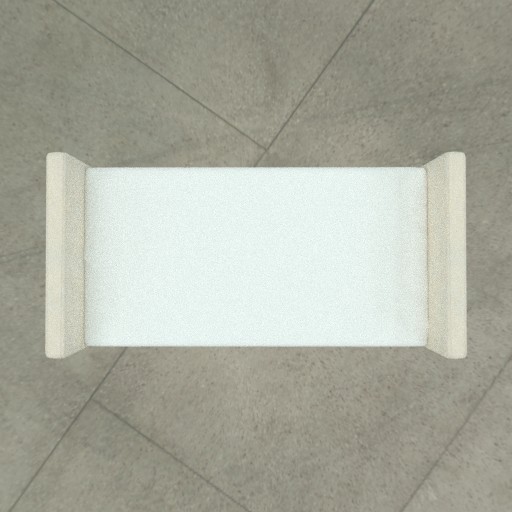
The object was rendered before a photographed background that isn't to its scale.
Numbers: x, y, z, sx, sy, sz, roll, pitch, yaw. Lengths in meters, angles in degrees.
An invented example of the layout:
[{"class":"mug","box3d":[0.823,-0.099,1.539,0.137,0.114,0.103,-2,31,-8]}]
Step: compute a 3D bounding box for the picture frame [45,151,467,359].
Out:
[{"class":"picture frame","box3d":[0.000,0.000,2.709,2.161,0.891,1.069,0,89,0]}]
